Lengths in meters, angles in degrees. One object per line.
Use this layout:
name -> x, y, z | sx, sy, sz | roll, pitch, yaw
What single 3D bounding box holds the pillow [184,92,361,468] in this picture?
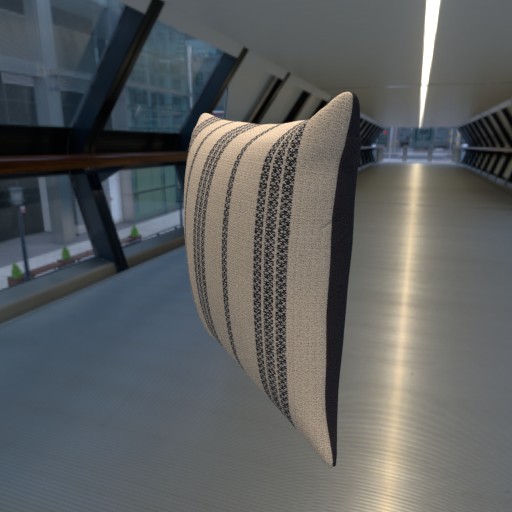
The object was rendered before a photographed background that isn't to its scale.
pillow -> 0.000, 0.000, 0.629 | 0.173, 0.406, 0.405 | -7, 17, -25
